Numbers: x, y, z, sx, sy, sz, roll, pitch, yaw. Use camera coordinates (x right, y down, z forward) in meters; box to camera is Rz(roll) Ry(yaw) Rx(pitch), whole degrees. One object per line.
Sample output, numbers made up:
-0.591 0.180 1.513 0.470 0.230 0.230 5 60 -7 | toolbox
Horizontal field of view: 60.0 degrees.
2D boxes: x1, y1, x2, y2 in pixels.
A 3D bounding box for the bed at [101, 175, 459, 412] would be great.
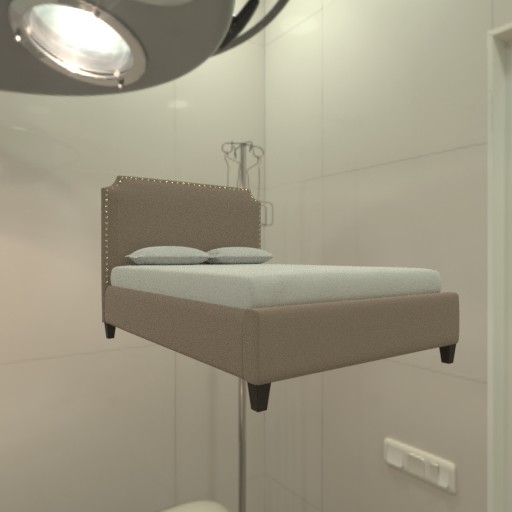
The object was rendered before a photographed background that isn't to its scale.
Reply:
0.000 0.000 3.451 1.713 1.443 2.372 0 0 -36 | bed
